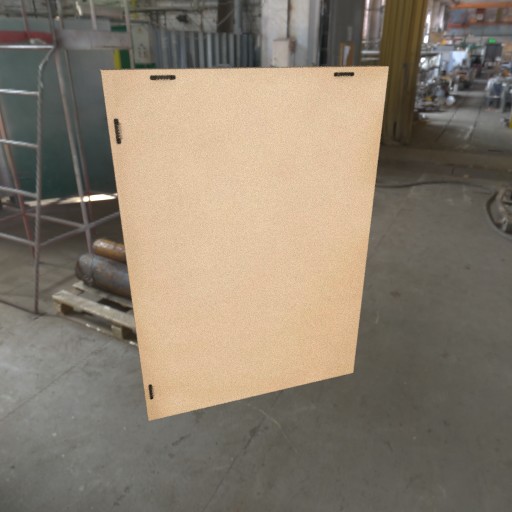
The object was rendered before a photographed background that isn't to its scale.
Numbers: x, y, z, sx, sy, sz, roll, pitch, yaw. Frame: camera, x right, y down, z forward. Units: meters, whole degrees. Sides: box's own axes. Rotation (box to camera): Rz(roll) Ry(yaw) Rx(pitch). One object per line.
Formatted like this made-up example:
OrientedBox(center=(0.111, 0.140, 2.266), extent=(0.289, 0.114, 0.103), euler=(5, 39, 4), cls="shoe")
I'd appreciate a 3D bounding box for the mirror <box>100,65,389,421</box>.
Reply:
OrientedBox(center=(0.000, 0.000, 0.907), extent=(0.507, 0.710, 0.040), euler=(-8, 26, -17), cls="mirror")
